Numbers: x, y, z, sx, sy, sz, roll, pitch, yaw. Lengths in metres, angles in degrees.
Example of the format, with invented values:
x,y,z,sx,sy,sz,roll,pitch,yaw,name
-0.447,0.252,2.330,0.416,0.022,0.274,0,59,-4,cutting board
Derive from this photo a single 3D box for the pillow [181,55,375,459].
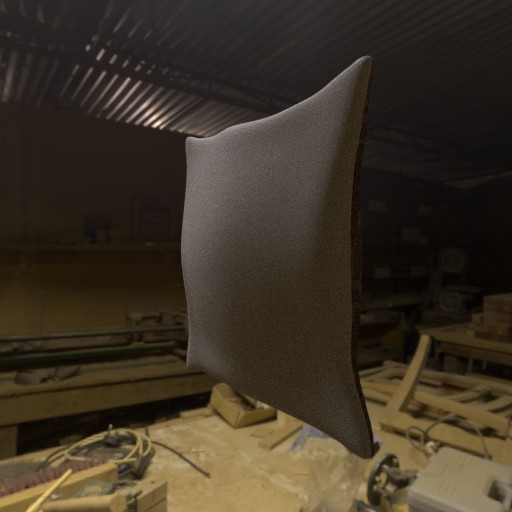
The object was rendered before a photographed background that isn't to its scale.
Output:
x,y,z,sx,sy,sz,roll,pitch,yaw,name
0.000,0.000,0.767,0.163,0.513,0.514,0,1,-35,pillow
